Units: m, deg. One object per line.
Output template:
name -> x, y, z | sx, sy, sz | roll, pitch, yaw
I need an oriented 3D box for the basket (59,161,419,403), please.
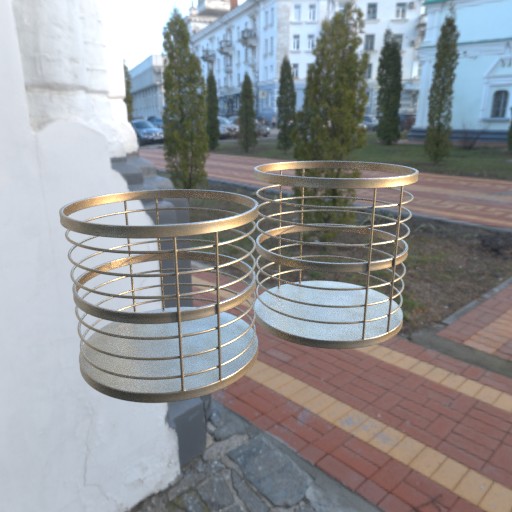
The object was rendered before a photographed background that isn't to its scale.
basket -> 0.000, 0.000, 0.948 | 0.746, 0.351, 0.356 | -9, 19, -26
